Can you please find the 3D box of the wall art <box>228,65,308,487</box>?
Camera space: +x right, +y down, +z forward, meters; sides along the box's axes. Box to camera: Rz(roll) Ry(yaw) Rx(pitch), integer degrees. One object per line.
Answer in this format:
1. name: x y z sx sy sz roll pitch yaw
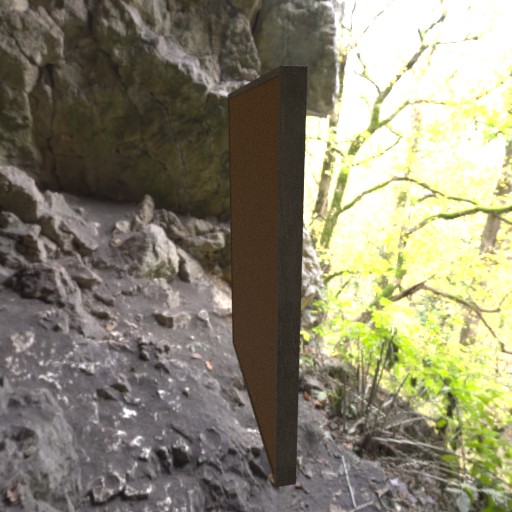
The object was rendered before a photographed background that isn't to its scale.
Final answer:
1. wall art: 0.000 0.000 0.720 0.032 0.521 0.421 -3 16 -11
